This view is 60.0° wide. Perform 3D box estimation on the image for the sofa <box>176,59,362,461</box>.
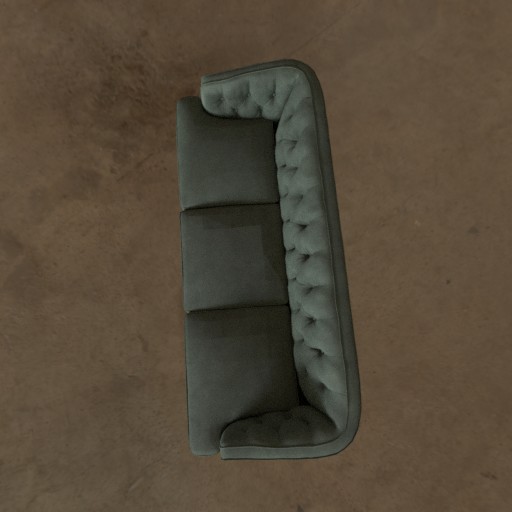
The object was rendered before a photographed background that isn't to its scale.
[{"bbox_3d":[0.000,0.000,2.781,0.941,0.855,2.278,-4,76,-1],"label":"sofa"}]
